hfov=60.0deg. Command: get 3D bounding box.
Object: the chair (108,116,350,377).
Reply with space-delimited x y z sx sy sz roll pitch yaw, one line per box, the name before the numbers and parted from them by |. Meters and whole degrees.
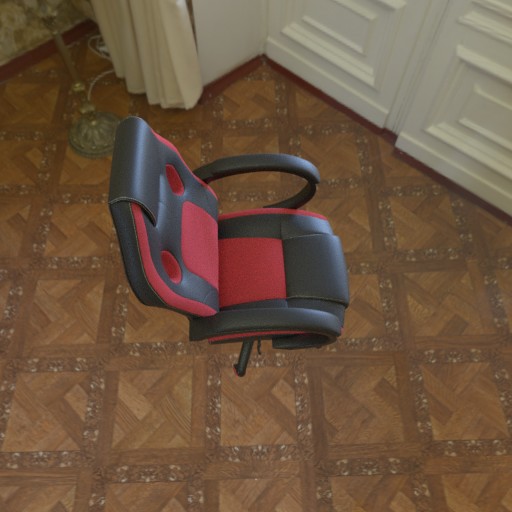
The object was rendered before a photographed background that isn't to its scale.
chair | 0.000 0.000 1.616 0.724 1.187 0.673 -3 63 -1
